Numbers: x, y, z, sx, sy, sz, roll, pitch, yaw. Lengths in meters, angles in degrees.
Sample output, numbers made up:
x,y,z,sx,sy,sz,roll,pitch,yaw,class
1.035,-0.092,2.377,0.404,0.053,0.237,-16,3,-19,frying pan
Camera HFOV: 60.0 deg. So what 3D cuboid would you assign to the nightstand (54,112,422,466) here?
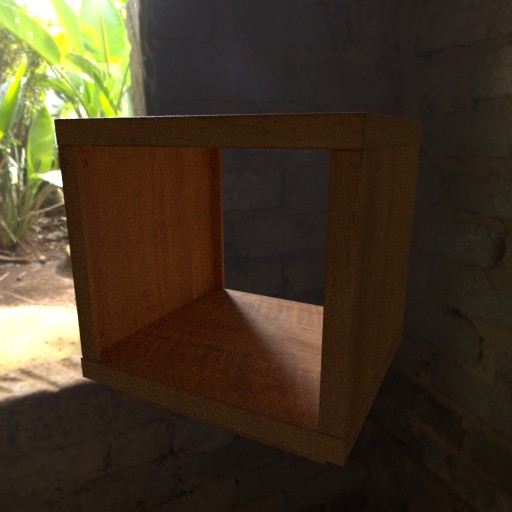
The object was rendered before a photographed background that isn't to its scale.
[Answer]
x,y,z,sx,sy,sz,roll,pitch,yaw,class
0.000,0.000,0.835,0.493,0.491,0.436,8,17,26,nightstand
